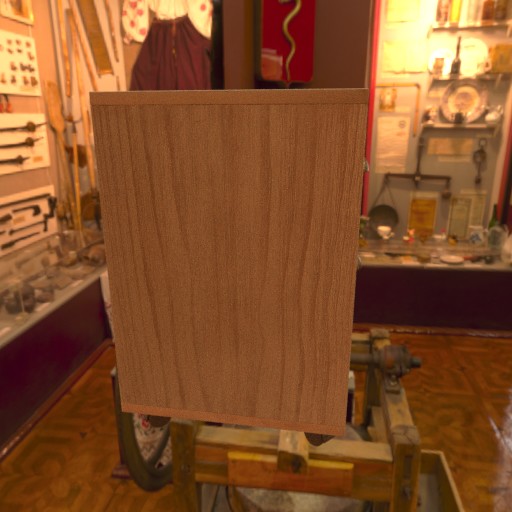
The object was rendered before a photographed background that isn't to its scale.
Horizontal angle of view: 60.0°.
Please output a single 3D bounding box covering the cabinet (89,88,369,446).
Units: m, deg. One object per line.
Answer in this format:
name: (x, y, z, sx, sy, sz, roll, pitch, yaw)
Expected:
cabinet: (0.000, 0.000, 0.859, 0.401, 0.579, 0.409, 3, 17, 9)
